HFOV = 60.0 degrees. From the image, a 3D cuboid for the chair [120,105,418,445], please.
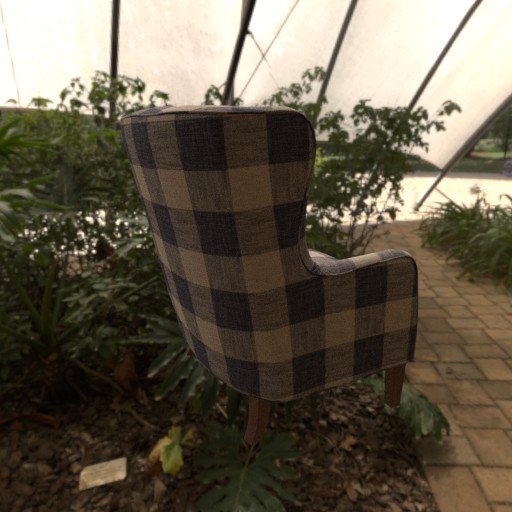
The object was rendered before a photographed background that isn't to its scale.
[{"bbox_3d":[0.000,0.000,1.669,0.889,1.041,0.830,-7,16,-24],"label":"chair"}]
